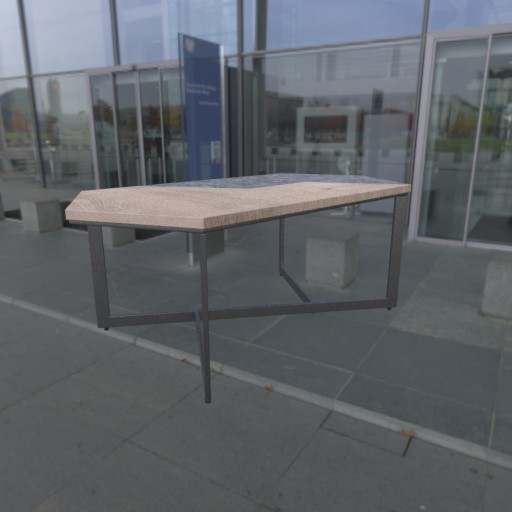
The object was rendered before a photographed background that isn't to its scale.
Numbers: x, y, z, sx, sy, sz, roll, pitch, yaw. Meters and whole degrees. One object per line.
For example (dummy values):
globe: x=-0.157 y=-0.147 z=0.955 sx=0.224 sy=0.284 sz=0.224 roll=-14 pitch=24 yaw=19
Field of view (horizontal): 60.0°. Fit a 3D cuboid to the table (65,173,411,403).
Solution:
table: x=0.000 y=0.000 z=1.489 sx=1.219 sy=0.457 sz=0.609 roll=-14 pitch=21 yaw=-42
